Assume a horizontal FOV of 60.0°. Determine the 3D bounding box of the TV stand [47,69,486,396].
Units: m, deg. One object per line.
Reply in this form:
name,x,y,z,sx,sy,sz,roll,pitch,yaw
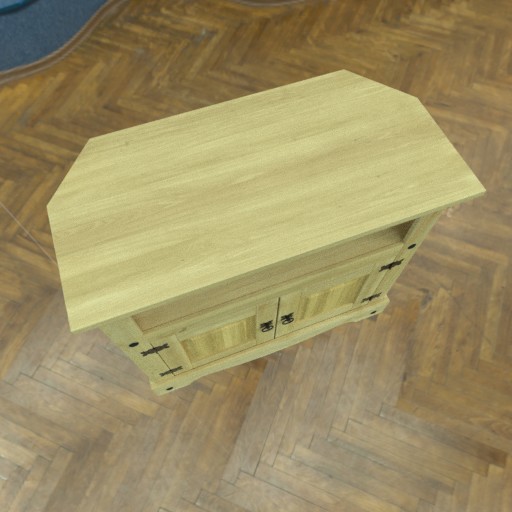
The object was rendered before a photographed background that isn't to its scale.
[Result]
TV stand,0.000,0.000,1.279,0.851,0.781,0.425,-19,64,-9
